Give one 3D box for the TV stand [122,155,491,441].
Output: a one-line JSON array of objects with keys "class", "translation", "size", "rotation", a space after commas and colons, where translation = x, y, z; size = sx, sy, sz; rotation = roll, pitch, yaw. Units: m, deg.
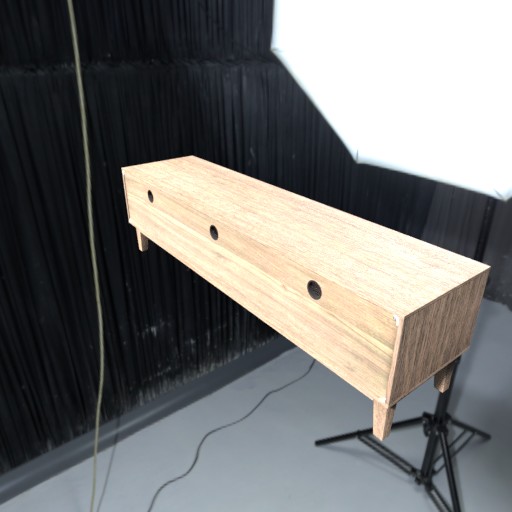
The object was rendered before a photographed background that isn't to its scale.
[{"class": "TV stand", "translation": [0.000, 0.000, 1.646], "size": [0.366, 0.409, 1.482], "rotation": [-19, 32, -33]}]
